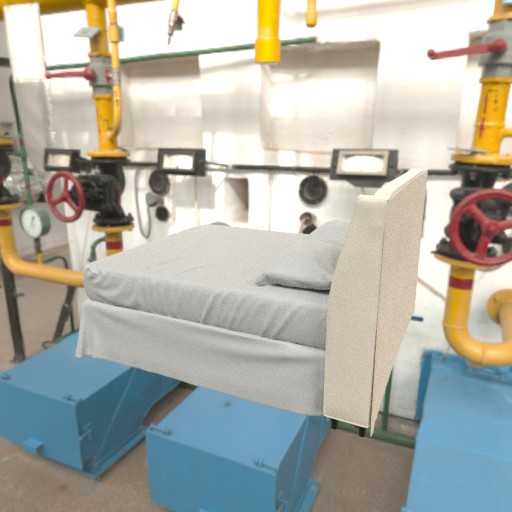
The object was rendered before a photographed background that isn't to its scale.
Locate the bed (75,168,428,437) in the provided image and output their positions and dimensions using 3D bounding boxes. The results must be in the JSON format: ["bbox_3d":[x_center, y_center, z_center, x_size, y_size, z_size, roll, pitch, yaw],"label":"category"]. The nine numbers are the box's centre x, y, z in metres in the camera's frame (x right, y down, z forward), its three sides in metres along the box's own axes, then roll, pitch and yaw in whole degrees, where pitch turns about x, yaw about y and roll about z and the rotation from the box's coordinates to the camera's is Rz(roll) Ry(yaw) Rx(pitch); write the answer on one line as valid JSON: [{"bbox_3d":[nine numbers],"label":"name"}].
[{"bbox_3d":[0.000,0.000,3.481,2.276,1.332,1.925,7,17,25],"label":"bed"}]
